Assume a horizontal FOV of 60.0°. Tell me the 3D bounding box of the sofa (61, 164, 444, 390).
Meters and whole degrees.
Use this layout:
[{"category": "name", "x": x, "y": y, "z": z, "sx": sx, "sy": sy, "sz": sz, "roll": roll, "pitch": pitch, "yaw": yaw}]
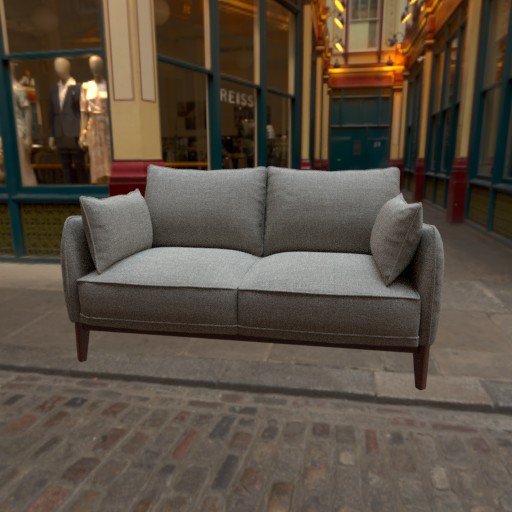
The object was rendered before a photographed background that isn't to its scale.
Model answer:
[{"category": "sofa", "x": 0.000, "y": 0.000, "z": 2.158, "sx": 1.580, "sy": 0.851, "sz": 0.972, "roll": 2, "pitch": 13, "yaw": 9}]
